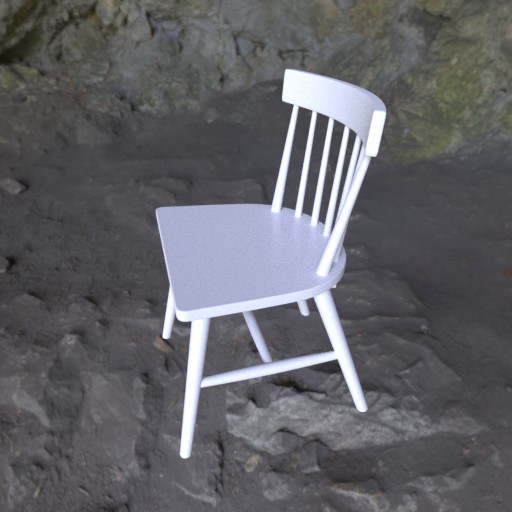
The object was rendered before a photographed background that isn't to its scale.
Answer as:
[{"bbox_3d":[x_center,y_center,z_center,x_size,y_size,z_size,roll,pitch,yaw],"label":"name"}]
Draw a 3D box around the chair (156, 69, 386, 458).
[{"bbox_3d":[0.000,0.000,1.099,0.500,0.787,0.483,-8,32,-13],"label":"chair"}]
